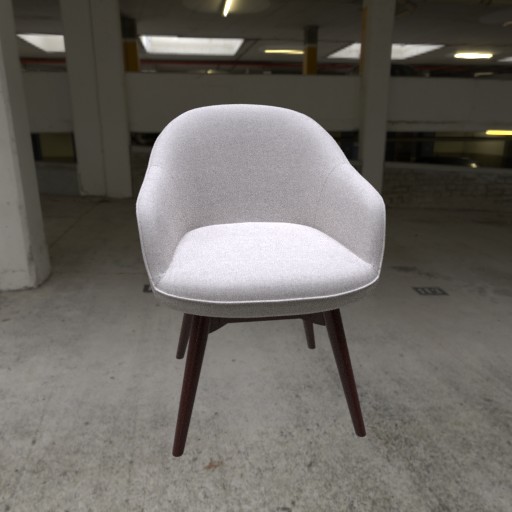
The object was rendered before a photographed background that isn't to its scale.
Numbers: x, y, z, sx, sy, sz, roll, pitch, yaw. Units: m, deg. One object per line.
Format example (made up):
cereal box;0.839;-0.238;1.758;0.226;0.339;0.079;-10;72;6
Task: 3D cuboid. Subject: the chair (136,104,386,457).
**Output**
chair;0.000;0.000;1.233;0.596;0.823;0.635;-3;17;-8
